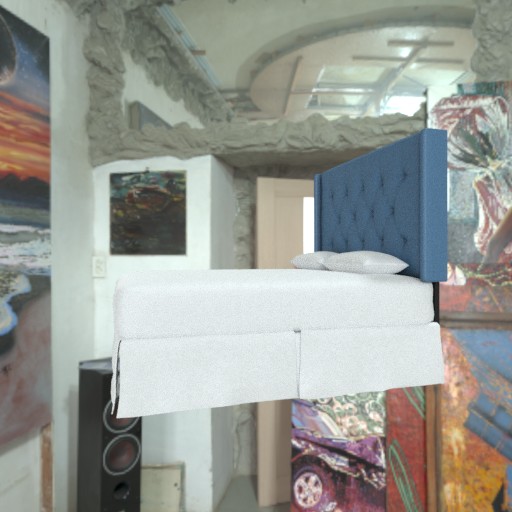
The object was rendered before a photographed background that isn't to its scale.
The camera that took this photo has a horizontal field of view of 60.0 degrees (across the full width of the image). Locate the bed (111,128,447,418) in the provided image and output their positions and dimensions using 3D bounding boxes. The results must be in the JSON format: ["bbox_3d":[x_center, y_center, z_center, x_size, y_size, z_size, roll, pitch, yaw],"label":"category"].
[{"bbox_3d":[0.000,0.000,3.346,2.078,1.665,1.719,0,0,-17],"label":"bed"}]
